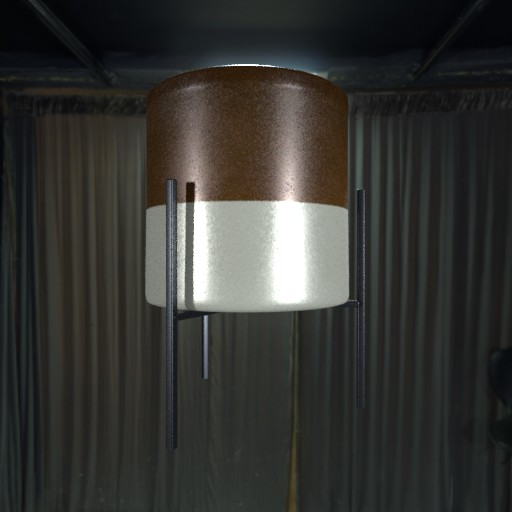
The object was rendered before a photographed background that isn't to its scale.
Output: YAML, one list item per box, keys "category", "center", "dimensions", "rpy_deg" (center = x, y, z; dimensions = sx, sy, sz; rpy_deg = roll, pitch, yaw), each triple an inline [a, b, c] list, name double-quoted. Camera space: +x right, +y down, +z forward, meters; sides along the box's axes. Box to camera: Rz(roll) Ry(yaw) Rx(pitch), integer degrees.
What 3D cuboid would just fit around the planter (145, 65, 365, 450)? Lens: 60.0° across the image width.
- category: "planter"
  center: [0.000, 0.000, 0.555]
  dimensions: [0.269, 0.375, 0.255]
  rpy_deg: [0, 0, 0]
